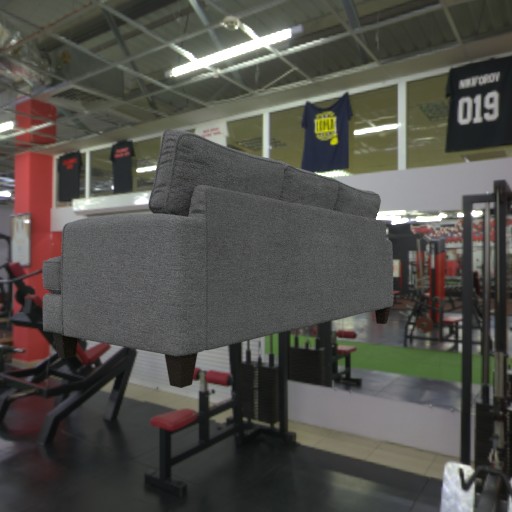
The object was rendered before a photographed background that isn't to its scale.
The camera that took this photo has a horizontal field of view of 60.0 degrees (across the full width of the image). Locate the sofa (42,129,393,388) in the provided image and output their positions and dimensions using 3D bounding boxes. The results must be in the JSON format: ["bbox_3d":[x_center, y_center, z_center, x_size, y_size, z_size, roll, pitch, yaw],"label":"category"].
[{"bbox_3d":[0.000,0.000,2.657,0.951,0.965,2.158,0,-1,36],"label":"sofa"}]
